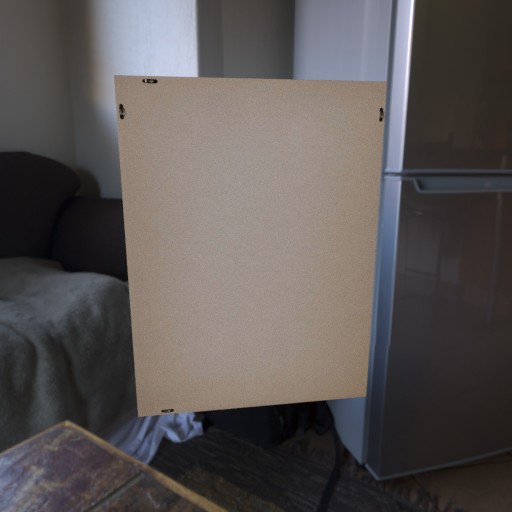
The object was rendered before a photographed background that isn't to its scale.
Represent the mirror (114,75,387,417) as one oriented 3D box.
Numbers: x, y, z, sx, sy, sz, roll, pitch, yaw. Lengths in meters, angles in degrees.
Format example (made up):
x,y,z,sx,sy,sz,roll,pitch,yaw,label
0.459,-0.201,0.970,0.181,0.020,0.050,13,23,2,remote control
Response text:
x,y,z,sx,sy,sz,roll,pitch,yaw,label
0.000,0.000,1.359,0.762,1.016,0.040,-2,14,-9,mirror
